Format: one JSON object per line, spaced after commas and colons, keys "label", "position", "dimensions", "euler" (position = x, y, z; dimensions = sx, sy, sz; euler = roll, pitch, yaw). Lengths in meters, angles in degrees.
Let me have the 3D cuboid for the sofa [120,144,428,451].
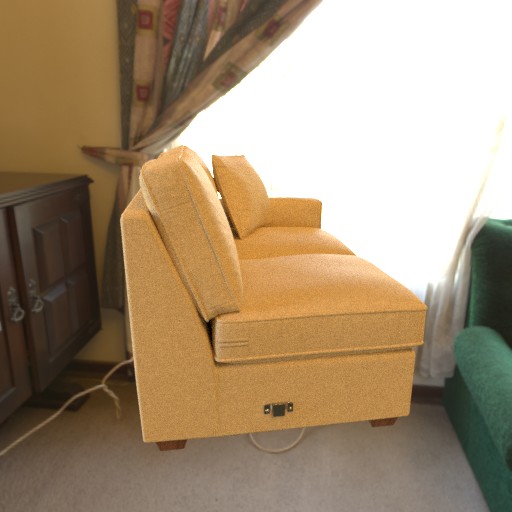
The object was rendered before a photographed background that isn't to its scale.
{"label": "sofa", "position": [0.000, 0.000, 2.047], "dimensions": [0.991, 0.989, 1.388], "euler": [-2, 17, -8]}
